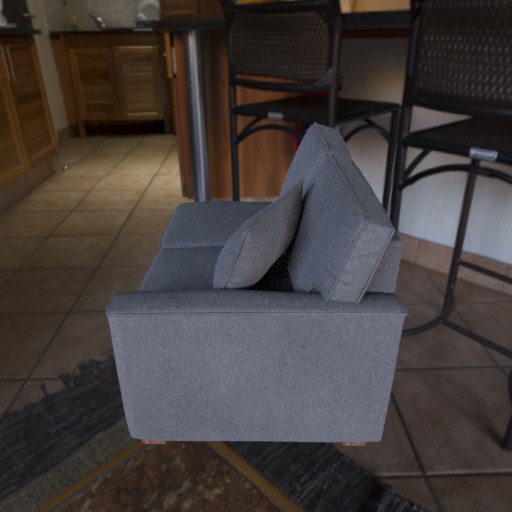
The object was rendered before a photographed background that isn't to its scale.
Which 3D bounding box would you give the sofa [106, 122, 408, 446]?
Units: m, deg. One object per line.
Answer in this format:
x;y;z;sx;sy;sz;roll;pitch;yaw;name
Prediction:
0.000;0.000;2.085;0.991;0.989;1.388;0;27;1;sofa
